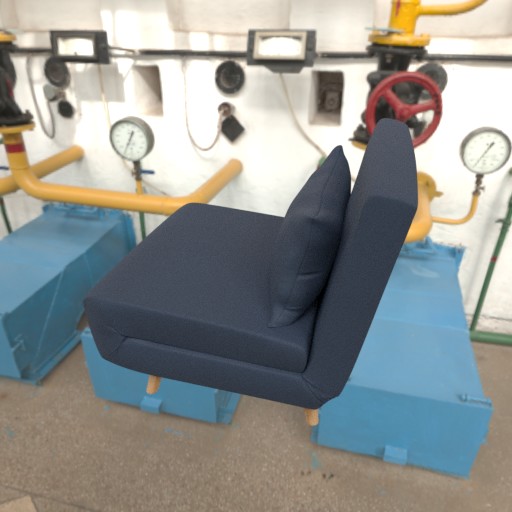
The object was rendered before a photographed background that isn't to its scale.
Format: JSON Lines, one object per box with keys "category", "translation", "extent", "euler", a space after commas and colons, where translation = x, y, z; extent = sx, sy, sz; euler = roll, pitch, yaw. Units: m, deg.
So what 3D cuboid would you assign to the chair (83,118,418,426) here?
{"category": "chair", "translation": [0.000, 0.000, 1.490], "extent": [0.900, 0.808, 0.770], "euler": [8, 30, 13]}
